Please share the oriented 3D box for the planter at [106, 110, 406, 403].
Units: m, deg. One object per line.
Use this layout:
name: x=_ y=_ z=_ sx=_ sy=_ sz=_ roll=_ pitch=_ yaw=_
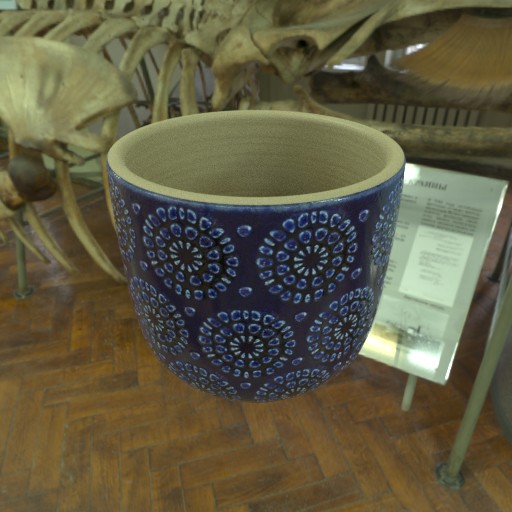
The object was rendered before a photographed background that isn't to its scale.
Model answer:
planter: x=0.000 y=0.000 z=0.288 sx=0.165 sy=0.149 sz=0.165 roll=0 pitch=31 yaw=0
